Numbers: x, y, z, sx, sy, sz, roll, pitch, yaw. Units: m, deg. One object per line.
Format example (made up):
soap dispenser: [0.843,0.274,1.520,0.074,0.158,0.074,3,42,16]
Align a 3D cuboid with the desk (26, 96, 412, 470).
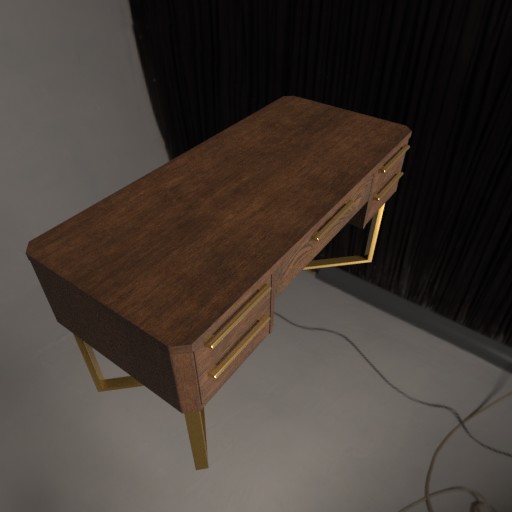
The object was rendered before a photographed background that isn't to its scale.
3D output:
desk: [0.000,0.000,1.873,0.684,0.762,1.479,25,47,26]
